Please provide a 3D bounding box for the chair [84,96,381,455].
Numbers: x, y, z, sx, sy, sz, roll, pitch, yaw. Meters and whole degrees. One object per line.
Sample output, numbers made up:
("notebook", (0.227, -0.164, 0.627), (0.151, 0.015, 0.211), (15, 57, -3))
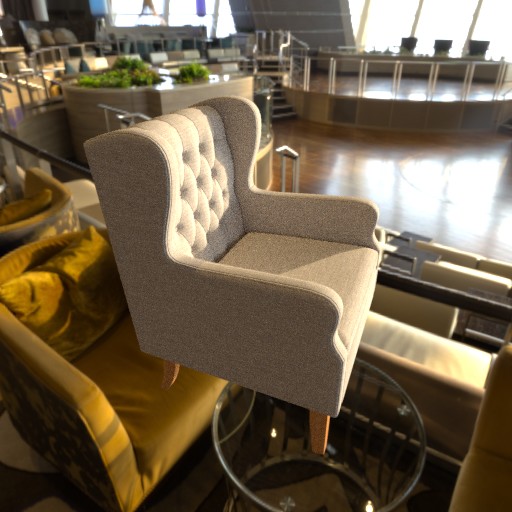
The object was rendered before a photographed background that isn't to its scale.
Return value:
("chair", (0.000, 0.000, 1.508), (0.760, 0.930, 0.710), (11, 30, 19))
